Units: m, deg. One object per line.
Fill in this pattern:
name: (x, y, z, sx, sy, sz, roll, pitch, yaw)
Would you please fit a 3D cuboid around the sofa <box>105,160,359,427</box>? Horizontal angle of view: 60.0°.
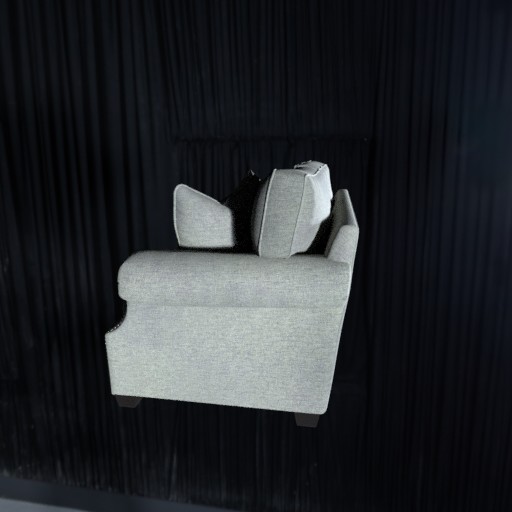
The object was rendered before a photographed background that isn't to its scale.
sofa: (0.000, 0.000, 2.354, 0.966, 0.966, 1.701, 2, 13, 10)
